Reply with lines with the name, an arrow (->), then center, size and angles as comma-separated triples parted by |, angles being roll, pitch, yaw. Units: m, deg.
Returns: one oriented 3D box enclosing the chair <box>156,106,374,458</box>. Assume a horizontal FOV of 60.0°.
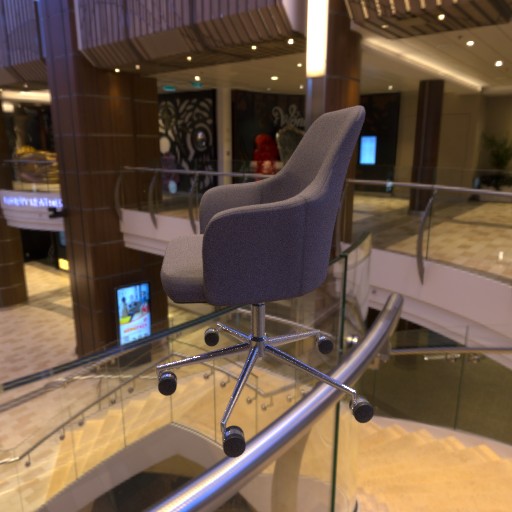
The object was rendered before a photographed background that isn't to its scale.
chair -> 0.000, 0.000, 1.280 | 0.600, 0.820, 0.655 | -2, 14, -8
